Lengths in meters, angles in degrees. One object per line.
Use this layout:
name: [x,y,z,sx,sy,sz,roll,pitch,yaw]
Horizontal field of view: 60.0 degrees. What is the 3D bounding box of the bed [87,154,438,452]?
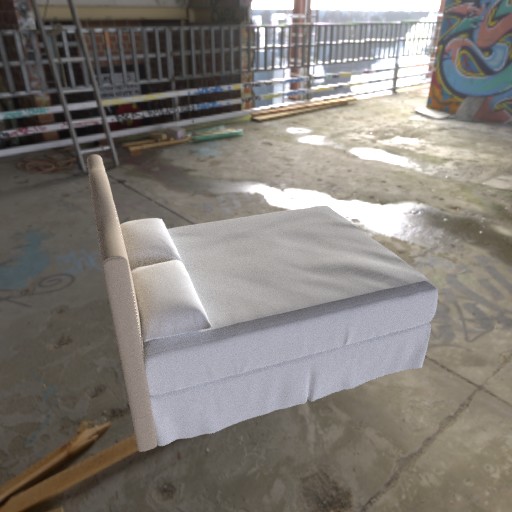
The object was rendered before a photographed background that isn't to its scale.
bed: [0.000,0.000,3.315,2.143,1.460,1.753,-10,31,-18]
